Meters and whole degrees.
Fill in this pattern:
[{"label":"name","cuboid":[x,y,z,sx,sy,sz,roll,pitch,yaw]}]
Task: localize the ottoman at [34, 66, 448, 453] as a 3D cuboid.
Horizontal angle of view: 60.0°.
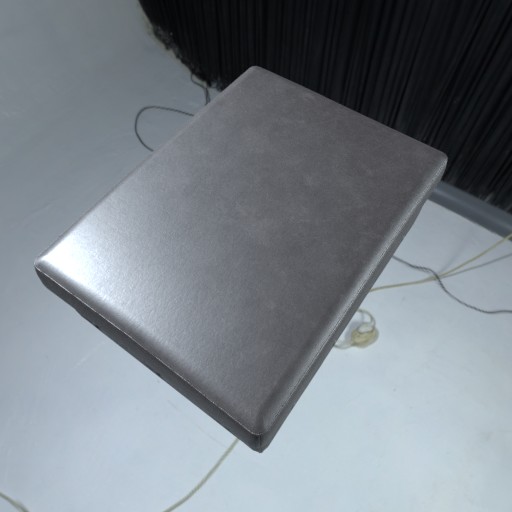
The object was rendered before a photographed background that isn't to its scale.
[{"label":"ottoman","cuboid":[0.000,0.000,1.162,0.590,0.498,0.795,32,64,17]}]
